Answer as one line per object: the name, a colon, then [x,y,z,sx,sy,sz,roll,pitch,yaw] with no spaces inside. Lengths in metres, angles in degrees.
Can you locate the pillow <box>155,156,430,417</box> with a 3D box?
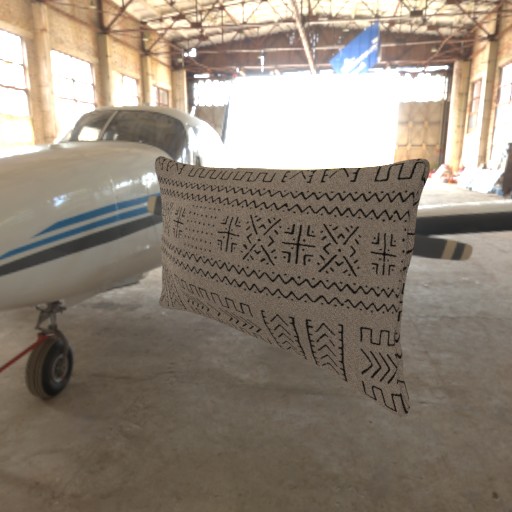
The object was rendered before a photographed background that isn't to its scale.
pillow: [0.000,0.000,0.806,0.188,0.352,0.637,-12,18,-42]
